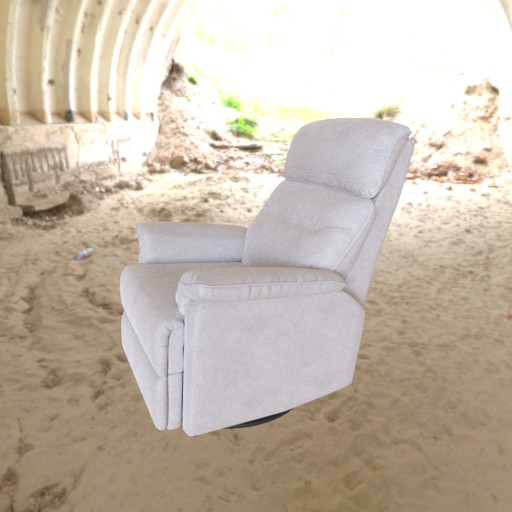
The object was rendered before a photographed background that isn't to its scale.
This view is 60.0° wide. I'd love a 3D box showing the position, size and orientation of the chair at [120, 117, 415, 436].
[{"bbox_3d":[0.000,0.000,1.739,1.001,1.039,0.820,-8,19,-25],"label":"chair"}]
